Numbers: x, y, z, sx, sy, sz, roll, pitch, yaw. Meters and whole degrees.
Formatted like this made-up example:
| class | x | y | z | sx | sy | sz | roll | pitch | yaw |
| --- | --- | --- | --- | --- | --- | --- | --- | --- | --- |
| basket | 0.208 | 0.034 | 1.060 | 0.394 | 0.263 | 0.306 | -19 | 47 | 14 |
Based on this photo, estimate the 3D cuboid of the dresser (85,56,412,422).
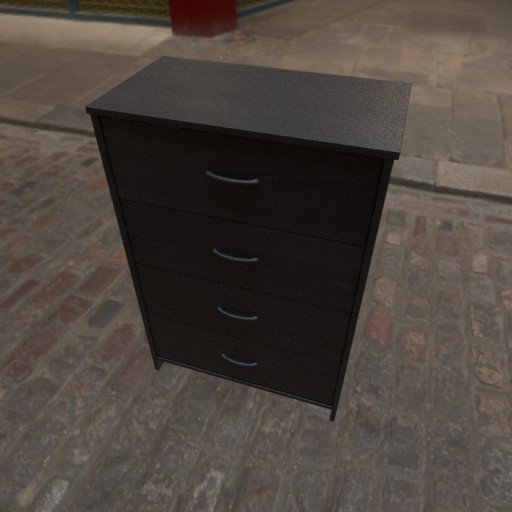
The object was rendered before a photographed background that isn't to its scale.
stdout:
| class | x | y | z | sx | sy | sz | roll | pitch | yaw |
| --- | --- | --- | --- | --- | --- | --- | --- | --- | --- |
| dresser | 0.000 | 0.000 | 1.394 | 0.700 | 1.020 | 0.398 | 12 | 43 | 14 |
